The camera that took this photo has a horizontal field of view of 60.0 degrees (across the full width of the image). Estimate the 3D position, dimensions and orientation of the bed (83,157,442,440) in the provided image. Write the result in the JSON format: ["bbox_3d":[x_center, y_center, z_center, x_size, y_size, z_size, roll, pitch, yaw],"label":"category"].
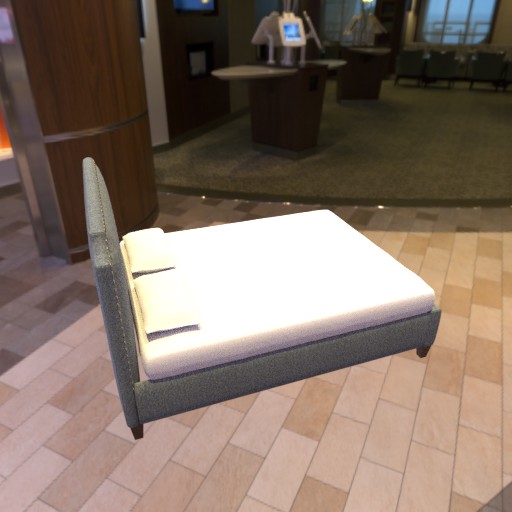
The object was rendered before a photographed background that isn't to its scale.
[{"bbox_3d":[0.000,0.000,3.519,2.372,1.443,1.712,-10,30,-18],"label":"bed"}]
